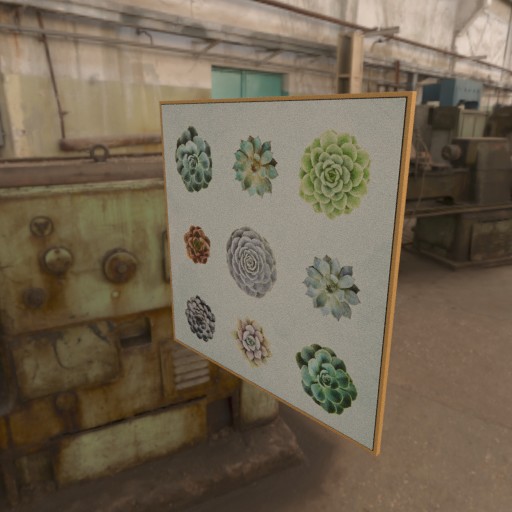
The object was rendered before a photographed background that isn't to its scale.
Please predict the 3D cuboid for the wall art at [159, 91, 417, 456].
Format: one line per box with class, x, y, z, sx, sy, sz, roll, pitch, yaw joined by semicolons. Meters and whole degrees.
wall art;0.000;0.000;0.973;0.657;0.655;0.014;17;24;42
